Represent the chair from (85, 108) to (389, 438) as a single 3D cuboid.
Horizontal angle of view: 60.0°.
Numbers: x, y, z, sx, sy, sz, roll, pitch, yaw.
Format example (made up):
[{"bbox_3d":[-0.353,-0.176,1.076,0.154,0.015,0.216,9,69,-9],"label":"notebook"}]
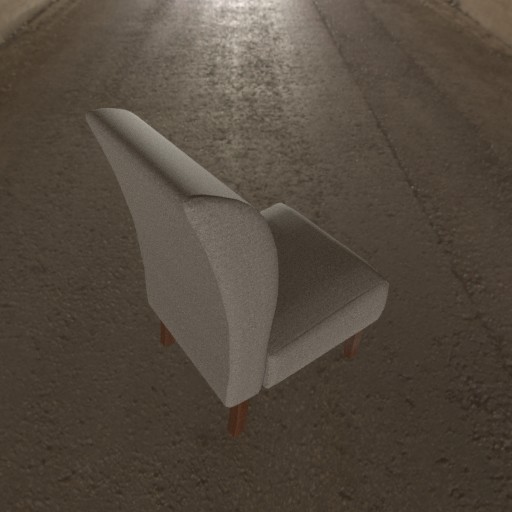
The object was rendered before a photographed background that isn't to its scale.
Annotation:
[{"bbox_3d":[0.000,0.000,1.194,0.592,0.804,0.513,-27,47,-27],"label":"chair"}]
